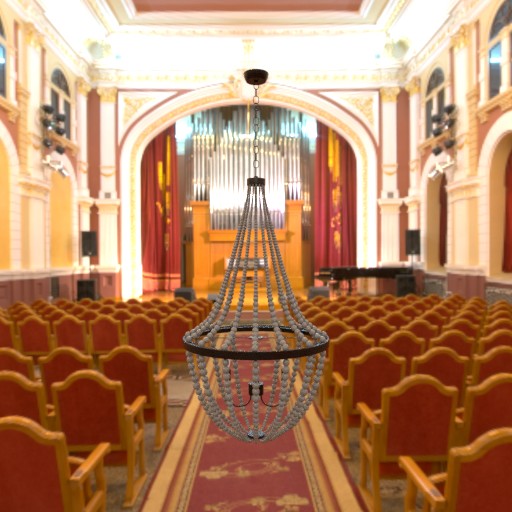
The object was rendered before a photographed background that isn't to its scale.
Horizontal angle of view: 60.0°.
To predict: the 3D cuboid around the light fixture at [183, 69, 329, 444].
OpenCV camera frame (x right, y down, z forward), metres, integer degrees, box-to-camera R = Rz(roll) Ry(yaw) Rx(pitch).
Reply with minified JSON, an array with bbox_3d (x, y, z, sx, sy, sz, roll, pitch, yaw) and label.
[{"bbox_3d":[0.000,0.000,1.380,0.450,1.133,0.450,0,0,0],"label":"light fixture"}]
